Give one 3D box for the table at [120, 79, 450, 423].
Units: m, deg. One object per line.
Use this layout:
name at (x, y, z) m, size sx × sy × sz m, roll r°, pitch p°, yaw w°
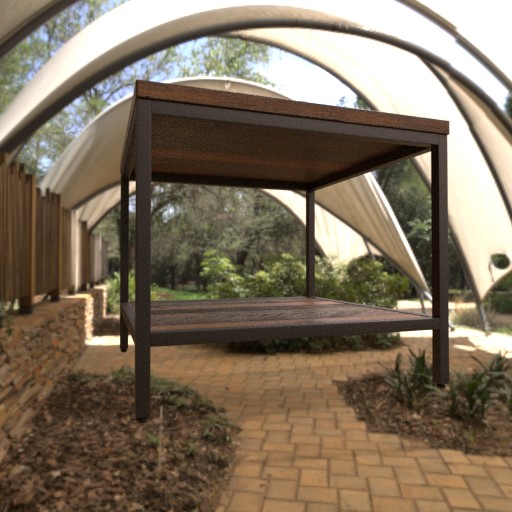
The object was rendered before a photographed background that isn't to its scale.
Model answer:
table at (0.000, 0.000, 0.965) m, size 0.548 × 0.482 × 0.553 m, roll 0°, pitch -1°, yaw -19°
